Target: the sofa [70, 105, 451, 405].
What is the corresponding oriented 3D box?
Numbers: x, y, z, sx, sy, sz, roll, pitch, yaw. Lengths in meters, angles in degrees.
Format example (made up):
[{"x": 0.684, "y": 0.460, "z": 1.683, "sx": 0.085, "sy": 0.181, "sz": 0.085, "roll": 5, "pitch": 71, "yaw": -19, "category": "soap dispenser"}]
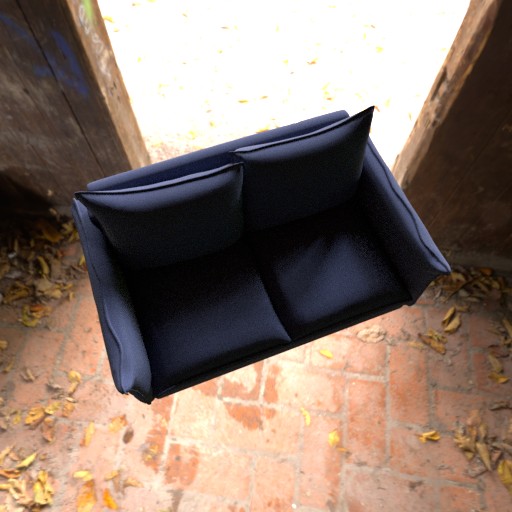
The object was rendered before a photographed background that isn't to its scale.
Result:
[{"x": 0.000, "y": 0.000, "z": 1.863, "sx": 1.300, "sy": 0.840, "sz": 0.820, "roll": -19, "pitch": 65, "yaw": -9, "category": "sofa"}]
